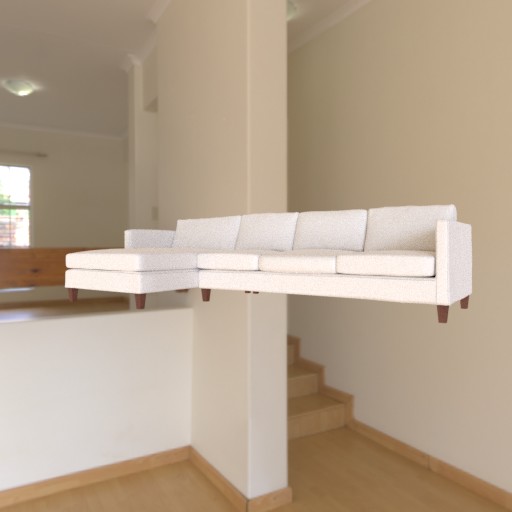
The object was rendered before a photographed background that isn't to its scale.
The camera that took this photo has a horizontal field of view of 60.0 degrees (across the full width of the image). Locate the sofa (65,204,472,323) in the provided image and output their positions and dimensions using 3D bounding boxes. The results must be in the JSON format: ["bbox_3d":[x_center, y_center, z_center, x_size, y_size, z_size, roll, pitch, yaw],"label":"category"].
[{"bbox_3d":[0.000,0.000,3.842,3.186,0.846,1.625,1,1,34],"label":"sofa"}]
